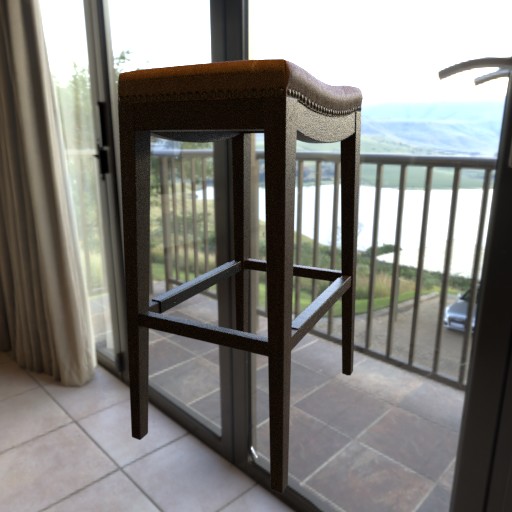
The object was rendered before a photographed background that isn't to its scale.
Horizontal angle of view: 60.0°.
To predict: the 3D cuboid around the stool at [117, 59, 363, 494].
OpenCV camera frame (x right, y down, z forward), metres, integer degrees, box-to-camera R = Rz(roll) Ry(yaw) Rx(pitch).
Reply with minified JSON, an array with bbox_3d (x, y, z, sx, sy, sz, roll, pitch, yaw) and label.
[{"bbox_3d":[0.000,0.000,1.015,0.361,0.759,0.500,7,17,26],"label":"stool"}]
